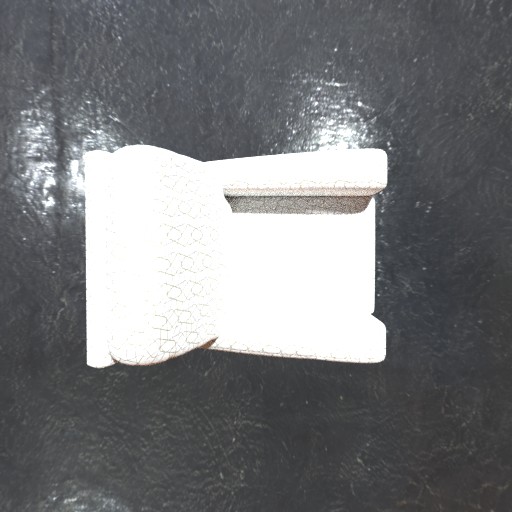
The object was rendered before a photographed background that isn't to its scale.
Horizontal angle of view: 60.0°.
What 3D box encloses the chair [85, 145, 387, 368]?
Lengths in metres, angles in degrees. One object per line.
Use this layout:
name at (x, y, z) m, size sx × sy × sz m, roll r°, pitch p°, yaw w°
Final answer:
chair at (0.000, 0.000, 1.724) m, size 0.995 × 1.064 × 0.796 m, roll 0°, pitch 91°, yaw 1°
